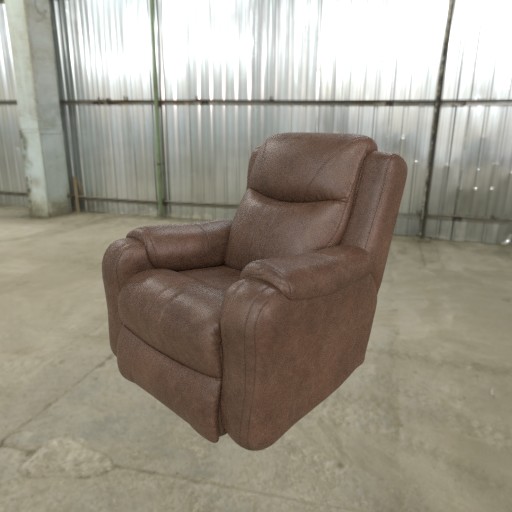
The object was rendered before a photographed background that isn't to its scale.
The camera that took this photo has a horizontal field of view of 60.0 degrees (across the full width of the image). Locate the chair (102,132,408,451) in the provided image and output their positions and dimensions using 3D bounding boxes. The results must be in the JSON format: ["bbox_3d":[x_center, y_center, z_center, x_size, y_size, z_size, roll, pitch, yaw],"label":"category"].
[{"bbox_3d":[0.000,0.000,1.863,0.940,0.990,1.067,16,23,42],"label":"chair"}]
